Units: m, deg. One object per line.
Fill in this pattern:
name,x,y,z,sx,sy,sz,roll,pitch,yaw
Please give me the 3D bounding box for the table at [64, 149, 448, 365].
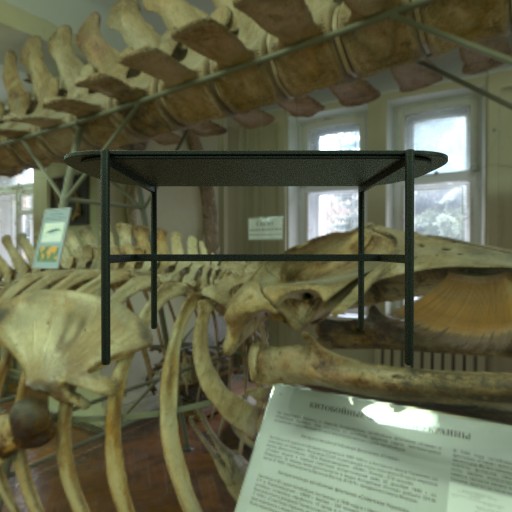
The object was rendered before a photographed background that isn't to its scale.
table,0.000,0.000,1.015,0.800,0.400,0.400,0,1,0
